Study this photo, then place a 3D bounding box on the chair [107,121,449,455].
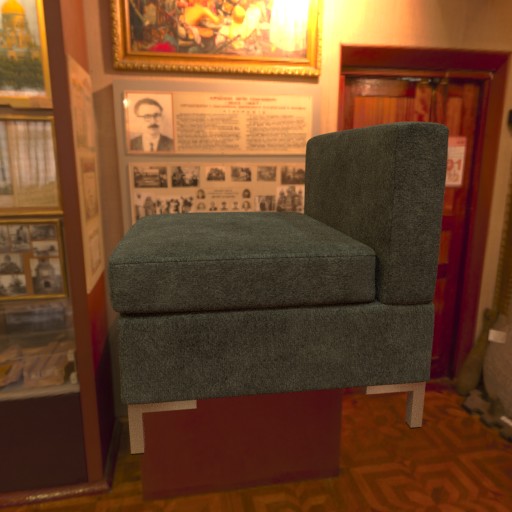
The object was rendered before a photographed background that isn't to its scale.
[{"bbox_3d":[0.000,0.000,1.184,0.680,0.660,0.680,-2,13,-8],"label":"chair"}]
